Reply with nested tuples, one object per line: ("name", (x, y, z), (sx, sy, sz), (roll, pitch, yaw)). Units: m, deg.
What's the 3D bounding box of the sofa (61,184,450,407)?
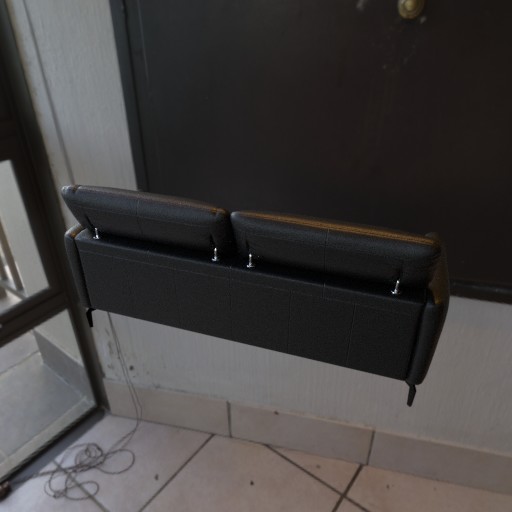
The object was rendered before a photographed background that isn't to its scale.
("sofa", (0.000, 0.000, 2.578), (2.069, 0.957, 0.856), (10, 33, 16))
